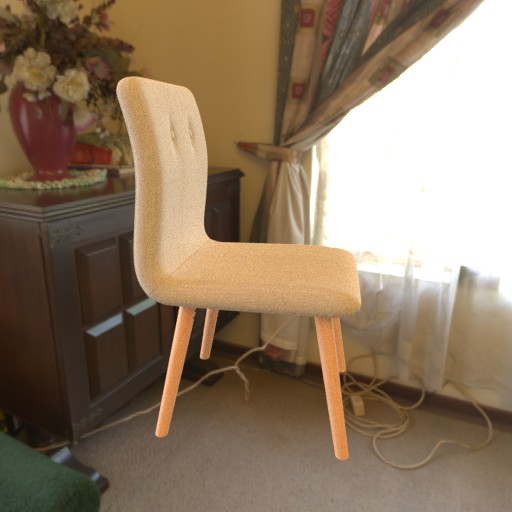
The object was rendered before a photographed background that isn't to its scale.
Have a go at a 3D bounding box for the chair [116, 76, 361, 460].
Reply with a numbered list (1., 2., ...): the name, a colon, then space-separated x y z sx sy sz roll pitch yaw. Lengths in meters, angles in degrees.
1. chair: 0.000 0.000 1.200 0.550 0.885 0.435 3 17 10
